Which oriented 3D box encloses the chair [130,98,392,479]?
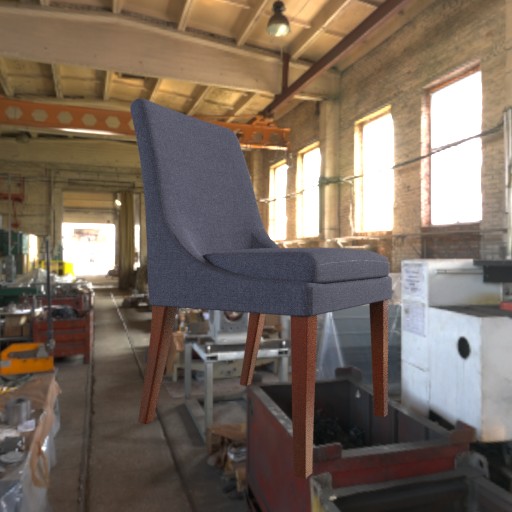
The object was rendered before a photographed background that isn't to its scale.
[{"bbox_3d":[0.000,0.000,1.324,0.655,0.952,0.508,0,0,37],"label":"chair"}]
